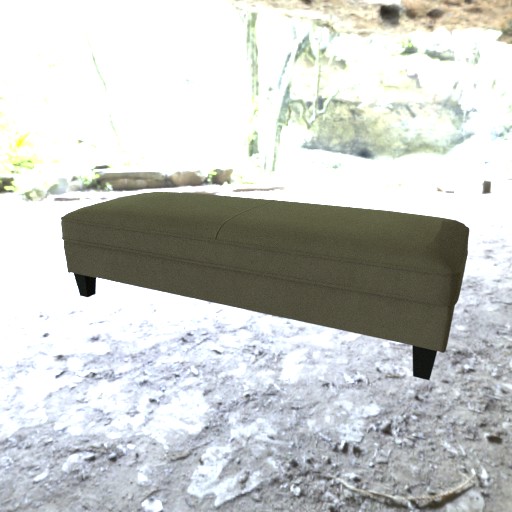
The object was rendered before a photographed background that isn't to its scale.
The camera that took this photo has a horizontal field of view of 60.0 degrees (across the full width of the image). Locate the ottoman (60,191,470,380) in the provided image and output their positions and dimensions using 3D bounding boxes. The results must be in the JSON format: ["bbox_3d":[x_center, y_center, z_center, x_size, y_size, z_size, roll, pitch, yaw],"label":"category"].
[{"bbox_3d":[0.000,0.000,2.025,1.726,0.460,0.735,9,20,26],"label":"ottoman"}]
